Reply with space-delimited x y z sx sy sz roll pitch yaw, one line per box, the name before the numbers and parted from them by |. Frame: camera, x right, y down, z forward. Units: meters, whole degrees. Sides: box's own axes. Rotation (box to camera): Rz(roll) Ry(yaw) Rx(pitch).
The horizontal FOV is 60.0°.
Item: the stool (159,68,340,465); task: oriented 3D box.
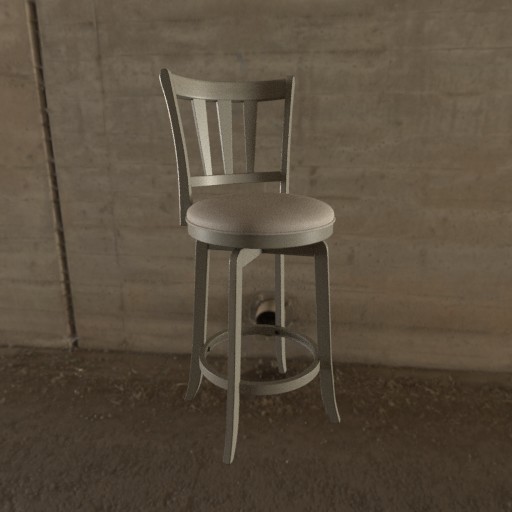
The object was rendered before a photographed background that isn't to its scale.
stool | 0.000 0.000 1.323 0.436 1.042 0.475 -9 19 -26
